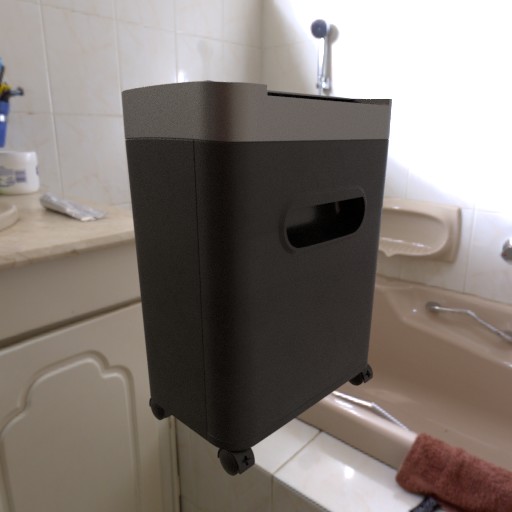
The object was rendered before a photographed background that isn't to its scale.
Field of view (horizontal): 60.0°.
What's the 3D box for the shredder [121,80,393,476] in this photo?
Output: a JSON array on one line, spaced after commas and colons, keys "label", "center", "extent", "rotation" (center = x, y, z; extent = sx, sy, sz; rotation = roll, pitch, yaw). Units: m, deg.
[{"label": "shredder", "center": [0.000, 0.000, 0.606], "extent": [0.237, 0.419, 0.311], "rotation": [15, 21, 42]}]
